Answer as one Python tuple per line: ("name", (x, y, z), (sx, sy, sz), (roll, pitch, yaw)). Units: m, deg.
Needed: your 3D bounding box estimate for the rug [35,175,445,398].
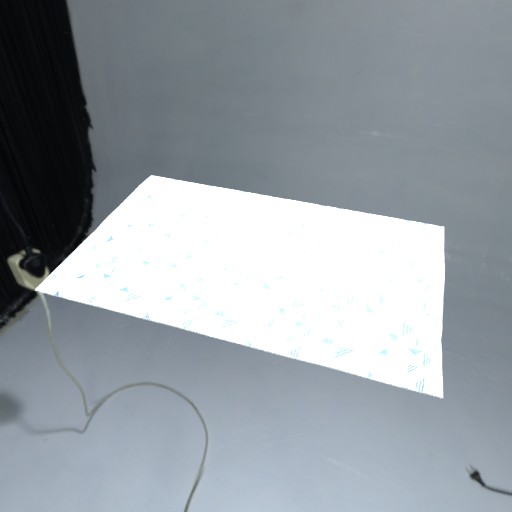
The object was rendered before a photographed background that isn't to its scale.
("rug", (0.000, 0.000, 3.040), (2.457, 0.009, 1.512), (12, 41, 14))
